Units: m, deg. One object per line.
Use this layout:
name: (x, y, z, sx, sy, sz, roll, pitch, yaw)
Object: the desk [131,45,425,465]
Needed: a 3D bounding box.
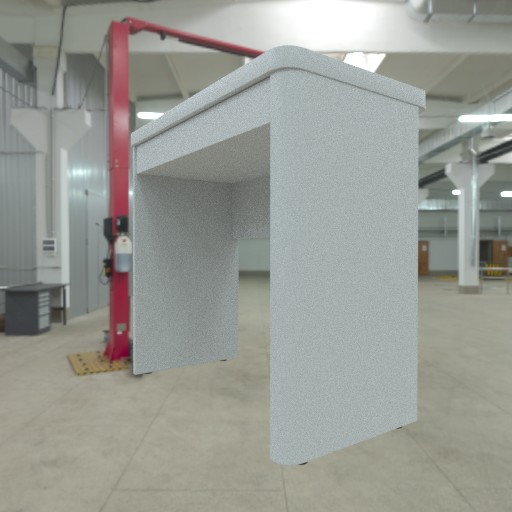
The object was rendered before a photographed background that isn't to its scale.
desk: (0.000, 0.000, 1.225, 0.446, 0.760, 0.790, -1, 1, -36)
